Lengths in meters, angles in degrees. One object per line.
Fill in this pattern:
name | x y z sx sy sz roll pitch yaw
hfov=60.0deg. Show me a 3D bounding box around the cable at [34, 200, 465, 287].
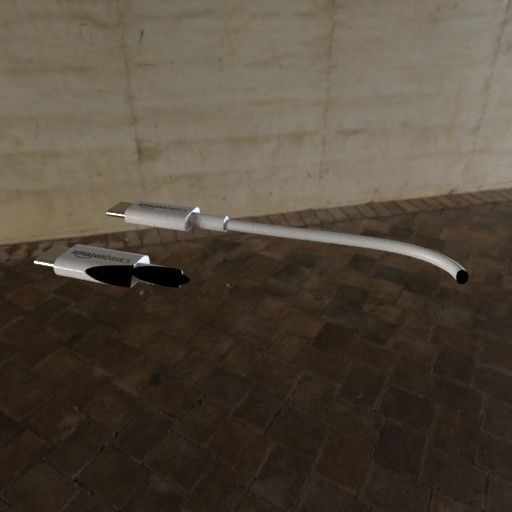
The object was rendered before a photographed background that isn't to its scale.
cable | 0.000 0.000 0.108 0.098 0.005 0.041 9 31 15
